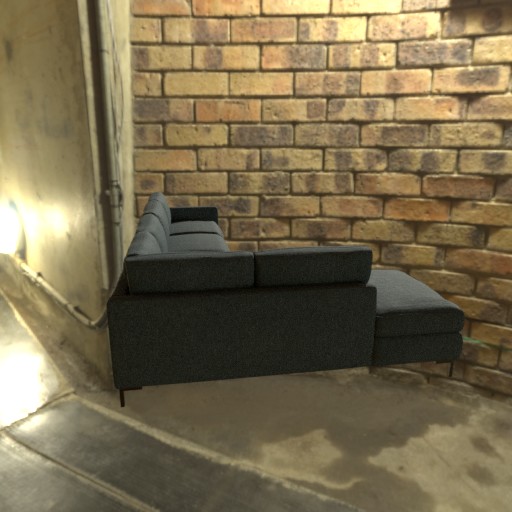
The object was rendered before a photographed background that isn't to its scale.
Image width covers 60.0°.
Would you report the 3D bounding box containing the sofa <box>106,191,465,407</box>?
[{"bbox_3d":[0.000,0.000,3.784,2.007,0.815,2.949,-3,16,-9],"label":"sofa"}]
